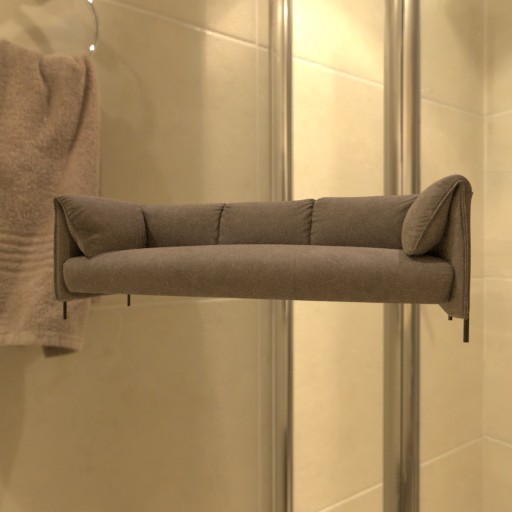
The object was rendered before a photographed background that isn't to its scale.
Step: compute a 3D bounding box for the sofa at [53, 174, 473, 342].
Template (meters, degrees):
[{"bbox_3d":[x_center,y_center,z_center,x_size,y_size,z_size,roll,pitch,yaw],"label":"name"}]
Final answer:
[{"bbox_3d":[0.000,0.000,2.628,2.238,0.758,0.899,0,1,18],"label":"sofa"}]
